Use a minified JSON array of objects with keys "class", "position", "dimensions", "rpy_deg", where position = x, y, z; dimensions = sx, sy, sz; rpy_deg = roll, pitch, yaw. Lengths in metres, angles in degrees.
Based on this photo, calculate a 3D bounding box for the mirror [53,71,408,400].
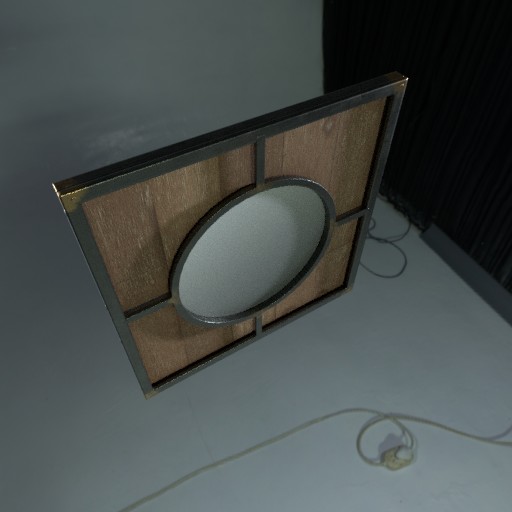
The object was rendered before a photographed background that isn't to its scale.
[{"class":"mirror","position":[0.000,0.000,0.567],"dimensions":[0.382,0.381,0.020],"rpy_deg":[-24,52,-20]}]
